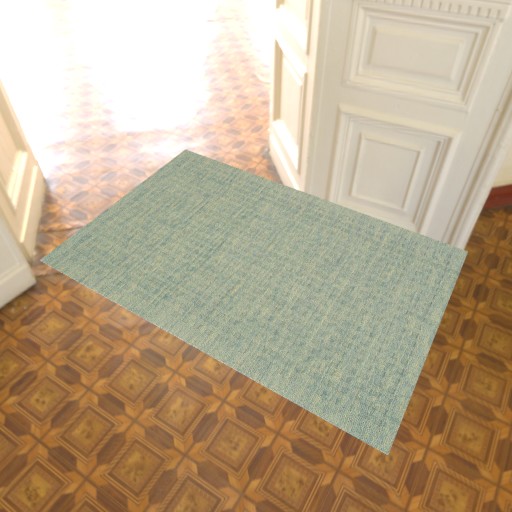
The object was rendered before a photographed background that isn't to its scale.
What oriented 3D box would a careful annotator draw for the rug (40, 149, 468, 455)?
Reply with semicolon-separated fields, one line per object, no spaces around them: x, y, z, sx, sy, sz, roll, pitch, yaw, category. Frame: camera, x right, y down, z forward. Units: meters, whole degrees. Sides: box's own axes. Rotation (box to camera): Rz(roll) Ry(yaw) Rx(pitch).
0.000;0.000;2.168;1.752;0.006;1.142;24;50;21;rug
